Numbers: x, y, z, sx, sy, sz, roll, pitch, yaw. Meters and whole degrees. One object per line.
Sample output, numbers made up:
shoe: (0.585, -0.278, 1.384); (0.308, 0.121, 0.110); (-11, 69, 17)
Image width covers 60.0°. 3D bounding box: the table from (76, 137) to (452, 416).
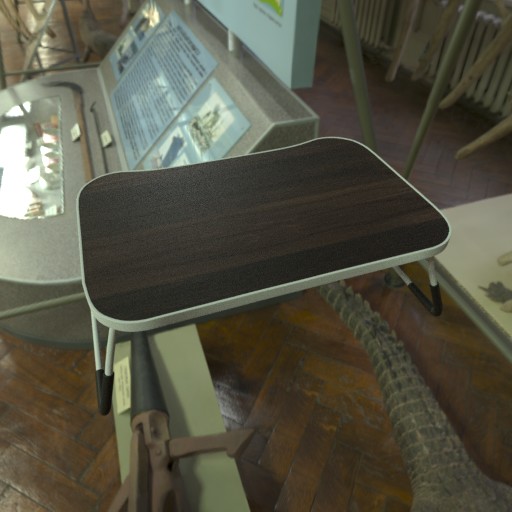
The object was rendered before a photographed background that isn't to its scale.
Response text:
table: (0.000, 0.000, 0.852); (0.660, 0.232, 0.400); (-13, 43, -14)
